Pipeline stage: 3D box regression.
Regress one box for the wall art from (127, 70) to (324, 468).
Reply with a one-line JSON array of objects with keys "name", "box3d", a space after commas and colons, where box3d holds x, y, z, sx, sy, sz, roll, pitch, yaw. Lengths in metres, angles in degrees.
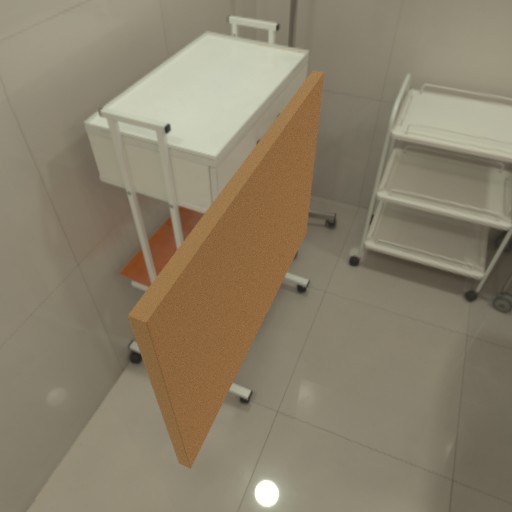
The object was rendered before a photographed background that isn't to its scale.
[{"name": "wall art", "box3d": [0.000, 0.000, 1.163, 0.033, 0.608, 0.915, 17, 48, 15]}]
